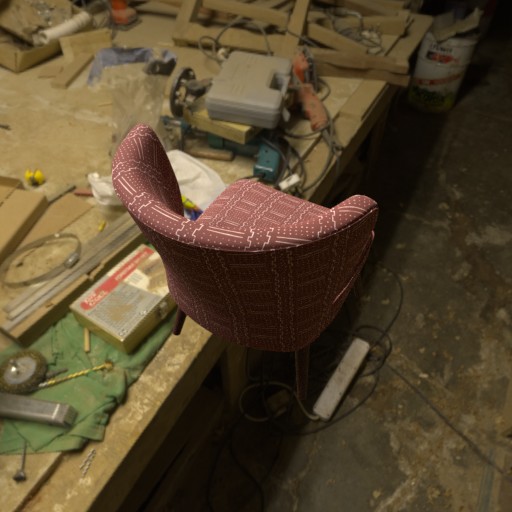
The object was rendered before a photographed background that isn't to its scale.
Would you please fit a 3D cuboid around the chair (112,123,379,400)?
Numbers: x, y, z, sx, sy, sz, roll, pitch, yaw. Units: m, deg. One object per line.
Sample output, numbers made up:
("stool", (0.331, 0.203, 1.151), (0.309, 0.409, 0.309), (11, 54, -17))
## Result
("chair", (0.000, 0.000, 1.450), (0.706, 0.866, 0.758), (22, 51, 20))
